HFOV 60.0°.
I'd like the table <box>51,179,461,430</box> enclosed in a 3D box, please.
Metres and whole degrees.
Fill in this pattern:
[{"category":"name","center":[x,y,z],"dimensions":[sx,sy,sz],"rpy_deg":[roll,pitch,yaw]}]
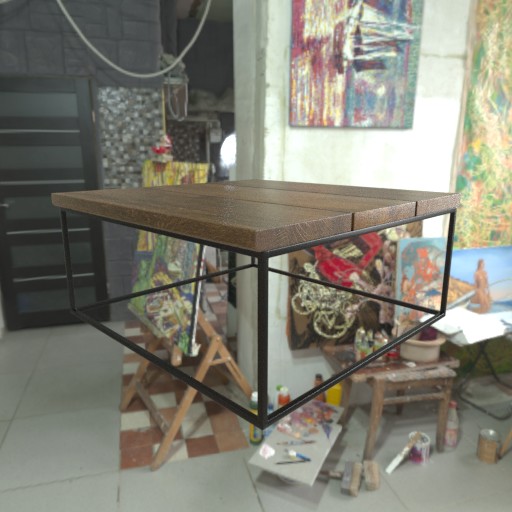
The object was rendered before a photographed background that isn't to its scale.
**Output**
[{"category":"table","center":[0.000,0.000,1.423],"dimensions":[0.900,0.400,0.900],"rpy_deg":[-13,19,-43]}]
